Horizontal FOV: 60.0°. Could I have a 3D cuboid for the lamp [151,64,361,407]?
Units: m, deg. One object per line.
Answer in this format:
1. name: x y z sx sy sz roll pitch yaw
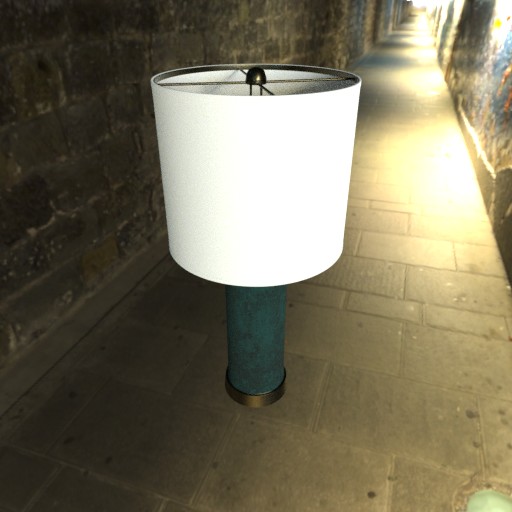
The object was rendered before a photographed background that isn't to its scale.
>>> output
1. lamp: 0.000 0.000 0.796 0.301 0.630 0.301 18 35 29
